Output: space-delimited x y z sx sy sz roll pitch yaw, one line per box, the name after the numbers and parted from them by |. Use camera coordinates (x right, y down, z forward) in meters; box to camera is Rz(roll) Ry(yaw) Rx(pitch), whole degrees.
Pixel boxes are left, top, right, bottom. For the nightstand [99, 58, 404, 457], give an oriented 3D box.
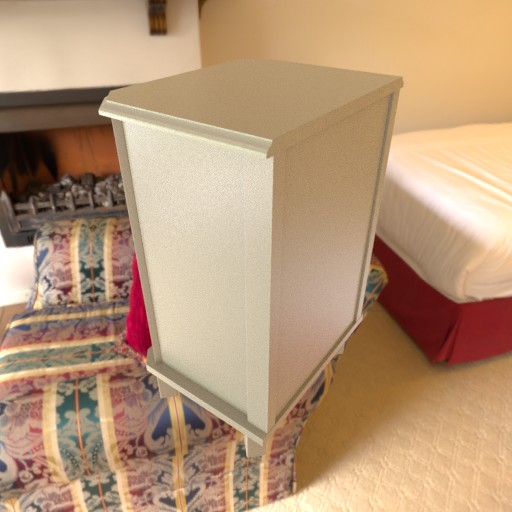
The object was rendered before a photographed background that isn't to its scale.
0.000 0.000 0.923 0.348 0.680 0.435 22 40 29 | nightstand
